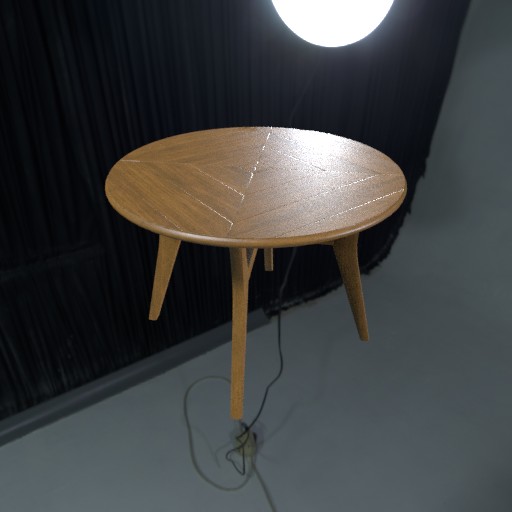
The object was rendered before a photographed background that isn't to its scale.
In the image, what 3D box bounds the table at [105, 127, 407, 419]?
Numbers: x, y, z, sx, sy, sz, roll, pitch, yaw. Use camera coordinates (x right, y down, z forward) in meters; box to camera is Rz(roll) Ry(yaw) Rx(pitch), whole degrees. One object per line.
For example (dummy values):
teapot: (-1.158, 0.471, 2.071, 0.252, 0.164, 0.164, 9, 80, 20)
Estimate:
table: (0.000, 0.000, 1.805, 1.055, 0.757, 1.055, 0, 32, 0)
